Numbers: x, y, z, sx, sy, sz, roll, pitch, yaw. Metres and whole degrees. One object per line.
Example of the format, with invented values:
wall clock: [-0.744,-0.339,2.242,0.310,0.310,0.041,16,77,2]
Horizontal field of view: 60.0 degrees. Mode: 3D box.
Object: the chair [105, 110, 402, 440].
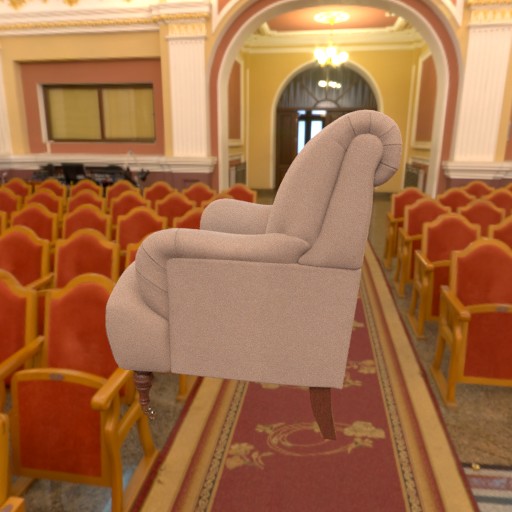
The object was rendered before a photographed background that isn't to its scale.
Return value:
chair: [0.000,0.000,1.554,0.842,0.942,0.766,2,15,9]
